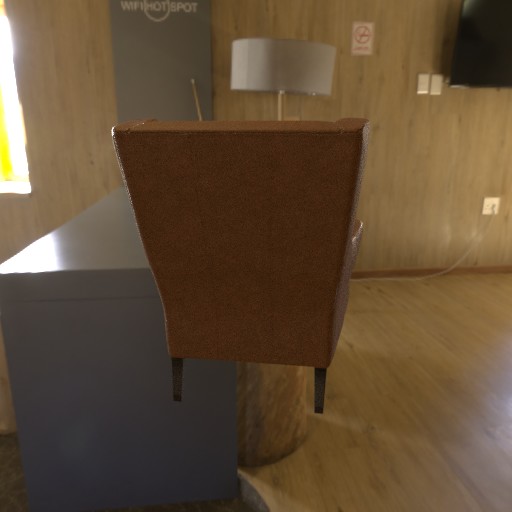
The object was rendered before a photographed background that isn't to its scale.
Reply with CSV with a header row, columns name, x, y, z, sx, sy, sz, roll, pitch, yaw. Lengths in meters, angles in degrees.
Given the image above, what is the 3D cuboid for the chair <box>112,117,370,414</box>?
name,x,y,z,sx,sy,sz,roll,pitch,yaw
chair,0.000,0.000,1.723,0.852,1.016,0.925,2,16,8
